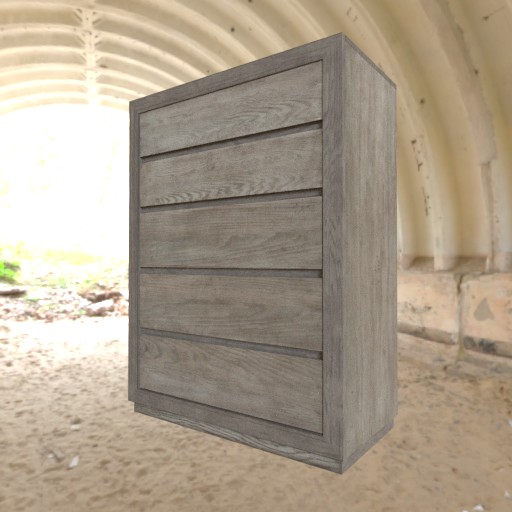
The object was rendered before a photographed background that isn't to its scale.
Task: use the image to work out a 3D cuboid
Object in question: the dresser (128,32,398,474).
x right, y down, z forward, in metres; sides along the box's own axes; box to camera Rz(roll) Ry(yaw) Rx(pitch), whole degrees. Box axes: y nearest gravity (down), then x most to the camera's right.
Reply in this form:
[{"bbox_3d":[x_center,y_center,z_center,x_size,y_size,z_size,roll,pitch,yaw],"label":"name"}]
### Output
[{"bbox_3d":[0.000,0.000,1.761,0.967,1.295,0.483,0,-1,36],"label":"dresser"}]
